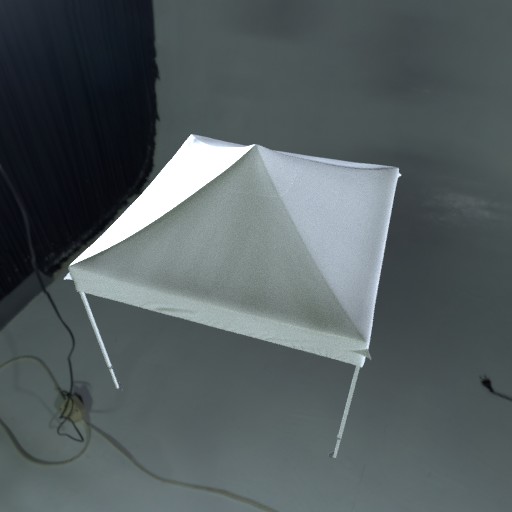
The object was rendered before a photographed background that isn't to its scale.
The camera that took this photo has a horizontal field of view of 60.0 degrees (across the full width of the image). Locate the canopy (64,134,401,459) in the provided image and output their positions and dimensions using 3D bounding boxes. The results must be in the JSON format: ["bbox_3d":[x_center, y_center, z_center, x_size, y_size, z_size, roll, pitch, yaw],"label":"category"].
[{"bbox_3d":[0.000,0.000,5.438,2.996,2.998,2.994,12,44,13],"label":"canopy"}]
